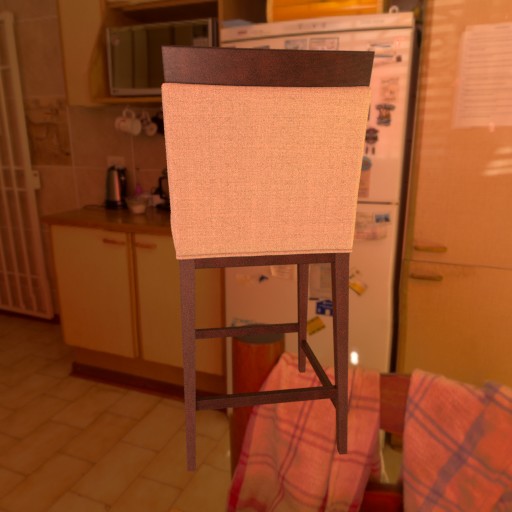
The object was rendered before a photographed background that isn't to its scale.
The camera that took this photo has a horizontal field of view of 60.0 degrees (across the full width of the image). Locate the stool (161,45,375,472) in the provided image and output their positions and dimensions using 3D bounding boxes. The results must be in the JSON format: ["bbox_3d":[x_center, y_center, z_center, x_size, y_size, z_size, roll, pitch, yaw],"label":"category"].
[{"bbox_3d":[0.000,0.000,1.248,0.463,1.011,0.480,-2,15,-9],"label":"stool"}]
